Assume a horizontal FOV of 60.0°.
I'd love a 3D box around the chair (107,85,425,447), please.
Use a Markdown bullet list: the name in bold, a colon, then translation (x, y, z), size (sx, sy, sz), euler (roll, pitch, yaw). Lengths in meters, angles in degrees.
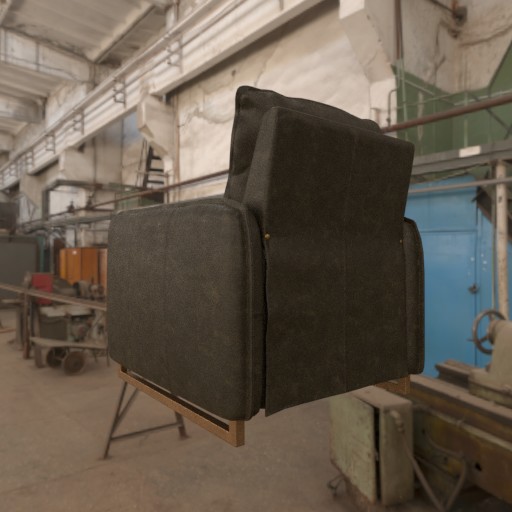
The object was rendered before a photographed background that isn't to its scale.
- **chair**: translation (0.000, 0.000, 1.584), size (0.830, 0.921, 0.921), euler (0, 0, -37)
